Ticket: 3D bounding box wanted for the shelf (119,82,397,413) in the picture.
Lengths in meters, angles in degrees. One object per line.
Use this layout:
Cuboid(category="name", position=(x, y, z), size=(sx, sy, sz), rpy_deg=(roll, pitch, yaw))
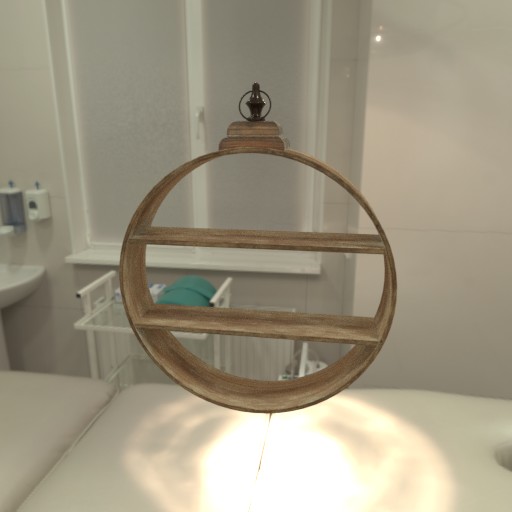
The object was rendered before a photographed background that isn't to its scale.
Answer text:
Cuboid(category="shelf", position=(0.000, 0.000, 0.991), size=(0.601, 0.725, 0.125), rpy_deg=(3, 16, 9))
